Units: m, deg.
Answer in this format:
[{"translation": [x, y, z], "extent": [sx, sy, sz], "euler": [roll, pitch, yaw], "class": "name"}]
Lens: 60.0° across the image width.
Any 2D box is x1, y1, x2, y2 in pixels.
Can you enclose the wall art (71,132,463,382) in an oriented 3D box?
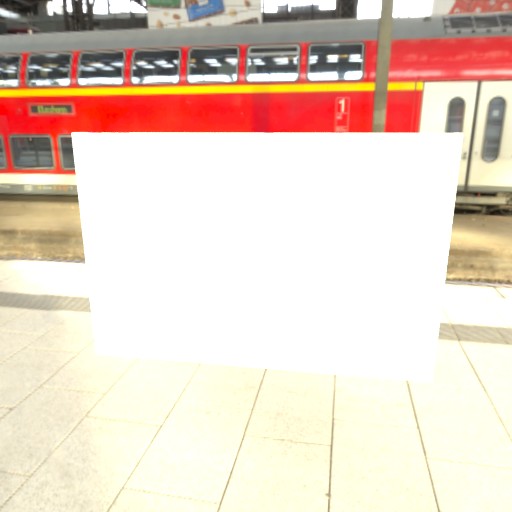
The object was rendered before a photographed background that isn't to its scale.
[{"translation": [0.000, 0.000, 1.109], "extent": [0.894, 0.595, 0.057], "euler": [3, 16, 9], "class": "wall art"}]
